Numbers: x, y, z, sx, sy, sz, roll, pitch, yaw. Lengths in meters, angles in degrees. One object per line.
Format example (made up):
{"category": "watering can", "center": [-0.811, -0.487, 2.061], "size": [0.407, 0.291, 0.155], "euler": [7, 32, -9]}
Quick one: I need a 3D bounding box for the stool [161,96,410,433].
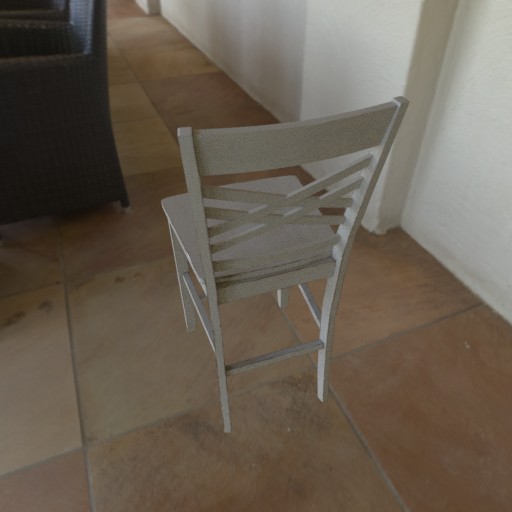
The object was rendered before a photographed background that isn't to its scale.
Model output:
{"category": "stool", "center": [0.000, 0.000, 1.341], "size": [0.462, 1.079, 0.539], "euler": [-13, 42, -15]}
